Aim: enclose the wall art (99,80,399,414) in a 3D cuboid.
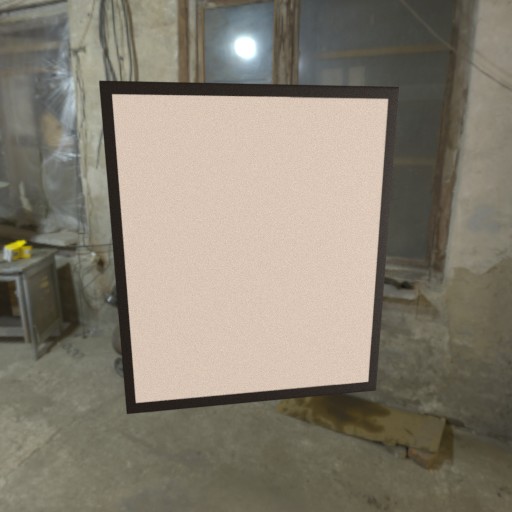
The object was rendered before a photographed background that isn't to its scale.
[{"bbox_3d":[0.000,0.000,0.702,0.430,0.509,0.021,-2,15,-9],"label":"wall art"}]
